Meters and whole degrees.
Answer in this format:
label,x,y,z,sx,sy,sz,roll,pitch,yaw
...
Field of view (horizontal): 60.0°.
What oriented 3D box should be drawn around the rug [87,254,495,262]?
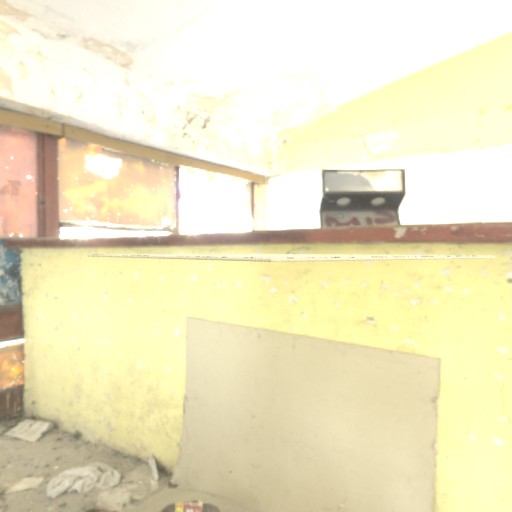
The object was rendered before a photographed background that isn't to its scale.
label,x,y,z,sx,sy,sz,roll,pitch,yaw
rug,0.000,0.000,2.288,1.213,0.012,1.831,0,1,-36
